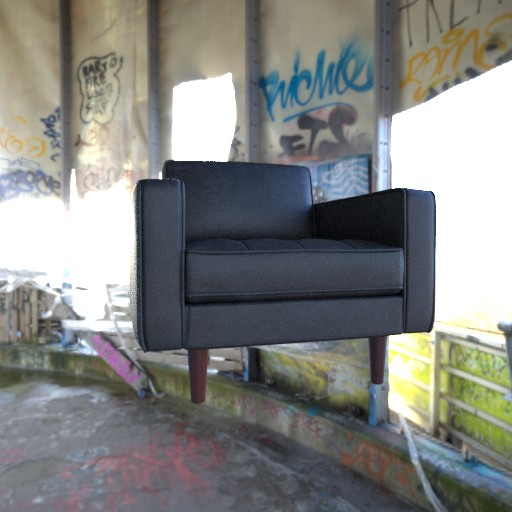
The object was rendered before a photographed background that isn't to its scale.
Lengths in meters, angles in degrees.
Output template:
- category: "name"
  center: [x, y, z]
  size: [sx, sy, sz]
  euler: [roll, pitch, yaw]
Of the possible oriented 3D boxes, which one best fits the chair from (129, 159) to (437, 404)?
- category: "chair"
  center: [0.000, 0.000, 1.619]
  size: [0.889, 0.763, 0.914]
  euler: [-1, 2, -17]
